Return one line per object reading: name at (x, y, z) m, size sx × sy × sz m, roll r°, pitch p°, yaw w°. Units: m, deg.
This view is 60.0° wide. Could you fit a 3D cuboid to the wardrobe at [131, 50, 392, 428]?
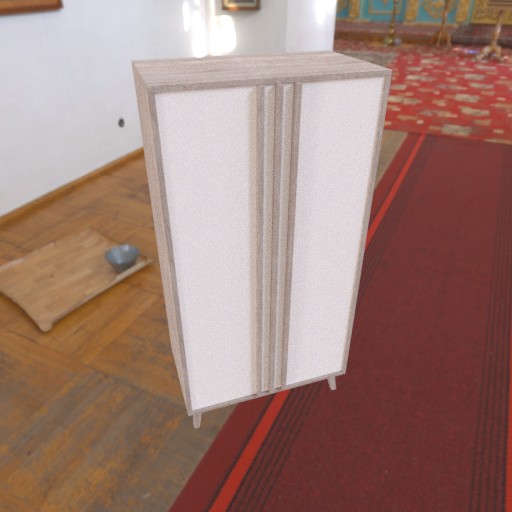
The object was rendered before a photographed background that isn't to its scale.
wardrobe at (0.000, 0.000, 2.446) m, size 1.000 × 1.960 × 0.600 m, roll -10°, pitch 34°, yaw -16°
